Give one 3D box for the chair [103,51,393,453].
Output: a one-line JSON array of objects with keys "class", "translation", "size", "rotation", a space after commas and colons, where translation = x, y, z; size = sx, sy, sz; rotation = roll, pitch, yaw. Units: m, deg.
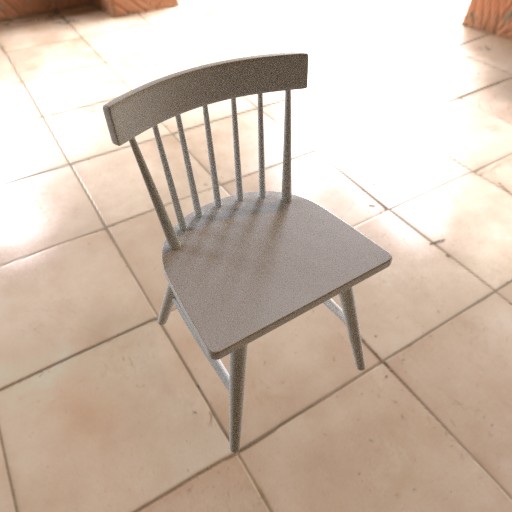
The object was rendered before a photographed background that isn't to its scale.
[{"class": "chair", "translation": [0.000, 0.000, 1.095], "size": [0.483, 0.787, 0.500], "rotation": [-25, 51, -22]}]
